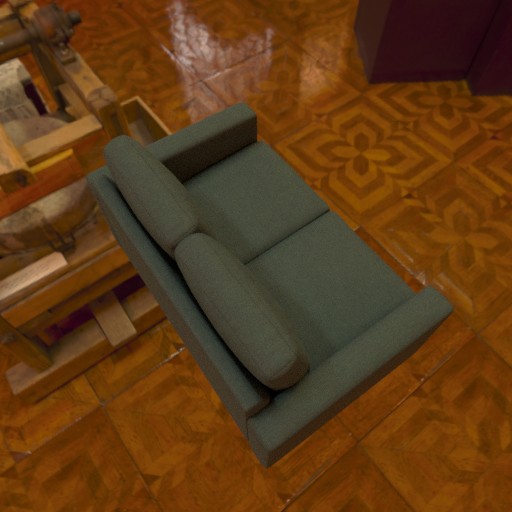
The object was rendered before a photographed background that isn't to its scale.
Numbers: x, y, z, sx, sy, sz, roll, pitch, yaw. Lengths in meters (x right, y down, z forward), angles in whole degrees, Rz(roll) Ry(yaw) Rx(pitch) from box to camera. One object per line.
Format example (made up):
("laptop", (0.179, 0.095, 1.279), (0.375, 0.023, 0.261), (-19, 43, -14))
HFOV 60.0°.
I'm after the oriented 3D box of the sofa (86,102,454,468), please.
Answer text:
("sofa", (0.000, 0.000, 2.078), (0.955, 0.903, 1.489), (-31, 64, -17))
